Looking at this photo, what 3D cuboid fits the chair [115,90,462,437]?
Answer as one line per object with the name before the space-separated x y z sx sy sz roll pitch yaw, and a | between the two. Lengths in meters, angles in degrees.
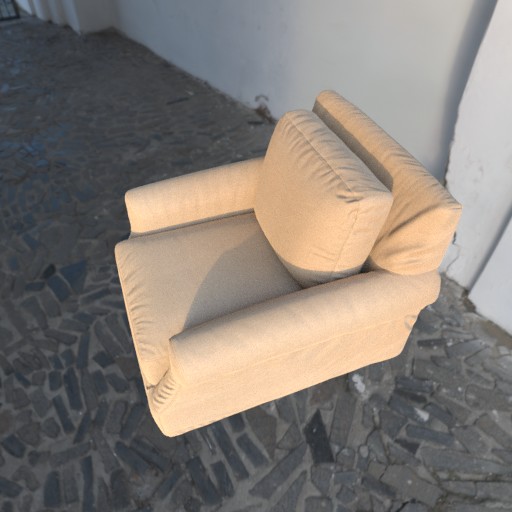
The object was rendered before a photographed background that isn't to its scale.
chair | 0.000 0.000 1.726 1.066 0.866 0.940 -16 48 -15
